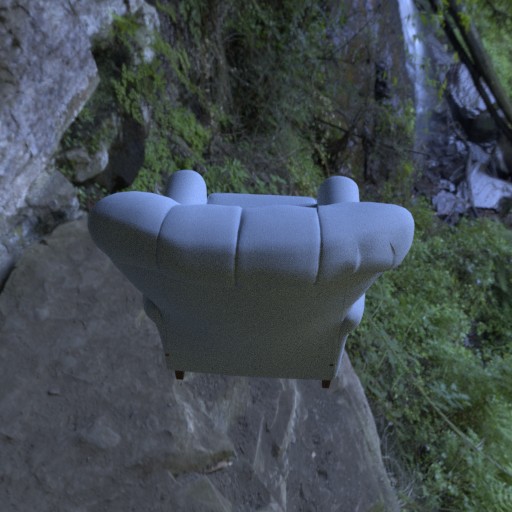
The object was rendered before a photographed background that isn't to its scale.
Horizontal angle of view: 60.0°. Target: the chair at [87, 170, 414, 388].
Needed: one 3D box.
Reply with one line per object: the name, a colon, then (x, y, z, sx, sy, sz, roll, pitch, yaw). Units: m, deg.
chair: (0.000, 0.000, 2.072, 1.090, 1.217, 1.128, 3, 48, 2)
